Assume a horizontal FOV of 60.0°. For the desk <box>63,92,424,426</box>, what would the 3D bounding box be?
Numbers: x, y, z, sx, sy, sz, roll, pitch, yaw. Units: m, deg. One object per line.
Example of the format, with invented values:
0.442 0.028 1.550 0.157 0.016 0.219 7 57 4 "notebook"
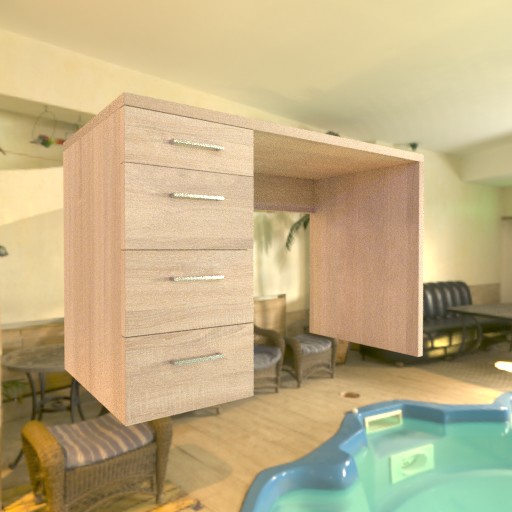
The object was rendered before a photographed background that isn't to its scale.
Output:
0.000 0.000 1.512 1.100 0.731 0.600 -1 1 -36 "desk"
